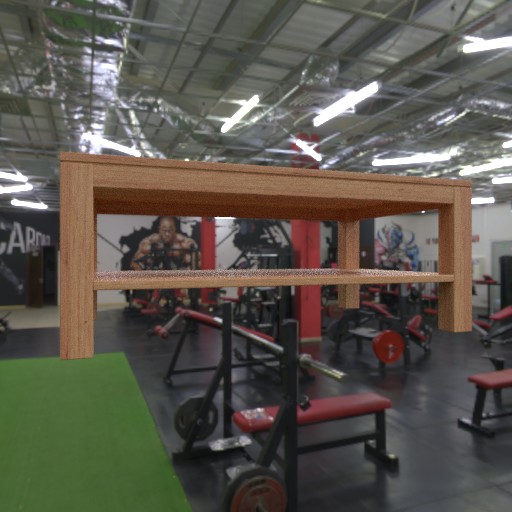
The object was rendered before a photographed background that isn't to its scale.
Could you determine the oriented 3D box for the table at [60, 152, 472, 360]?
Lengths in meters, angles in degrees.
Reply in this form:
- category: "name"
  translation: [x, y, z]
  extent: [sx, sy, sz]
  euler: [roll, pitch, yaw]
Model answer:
- category: "table"
  translation: [0.000, 0.000, 1.484]
  extent: [1.146, 0.457, 0.695]
  euler: [0, 0, -19]
